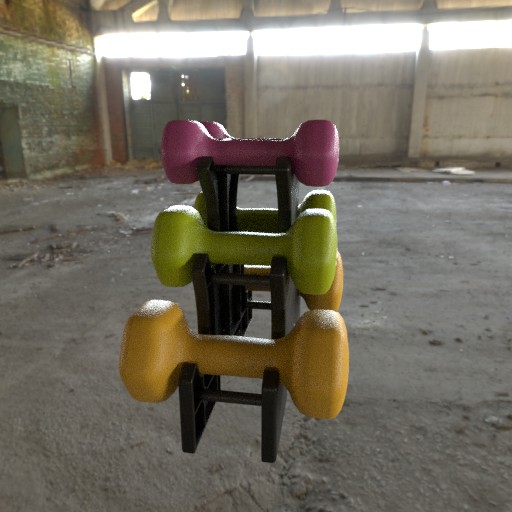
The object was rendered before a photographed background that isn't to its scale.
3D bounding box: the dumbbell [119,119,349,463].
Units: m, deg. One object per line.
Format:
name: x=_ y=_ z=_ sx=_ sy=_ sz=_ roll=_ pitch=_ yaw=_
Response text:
dumbbell: x=0.000 y=0.000 z=0.465 sx=0.190 sy=0.271 sz=0.300 roll=3 pitch=16 yaw=9
